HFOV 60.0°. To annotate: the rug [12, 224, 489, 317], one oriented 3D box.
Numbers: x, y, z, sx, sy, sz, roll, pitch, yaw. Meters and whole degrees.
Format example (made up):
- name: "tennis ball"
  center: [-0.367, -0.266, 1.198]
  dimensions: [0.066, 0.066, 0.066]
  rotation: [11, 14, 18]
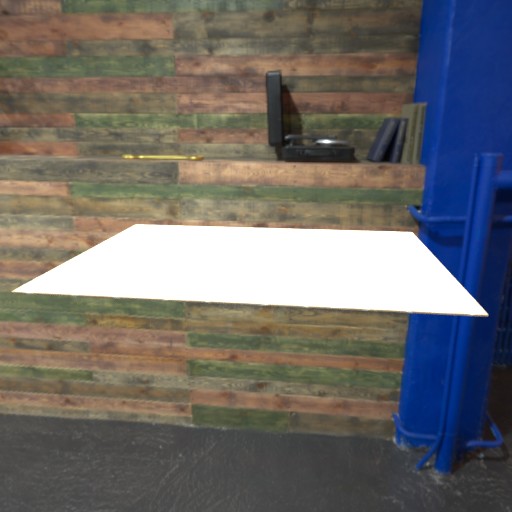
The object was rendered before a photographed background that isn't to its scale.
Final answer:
- name: "rug"
  center: [0.000, 0.000, 2.680]
  dimensions: [2.134, 0.010, 1.524]
  rotation: [2, 16, 7]
